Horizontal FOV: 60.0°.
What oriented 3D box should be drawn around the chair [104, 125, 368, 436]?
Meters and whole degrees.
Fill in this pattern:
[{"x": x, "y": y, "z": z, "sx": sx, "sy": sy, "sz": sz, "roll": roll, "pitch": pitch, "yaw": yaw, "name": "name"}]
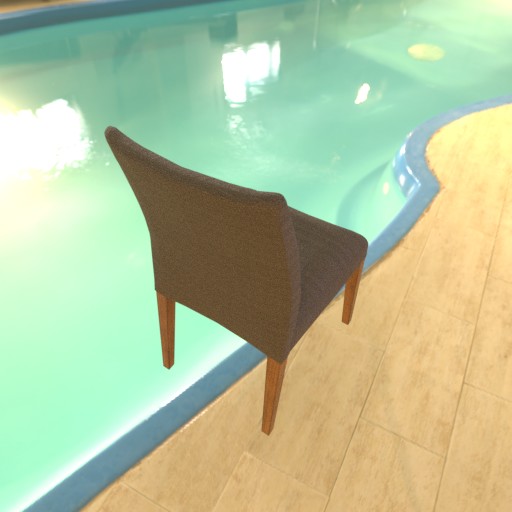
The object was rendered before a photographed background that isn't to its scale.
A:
[{"x": 0.000, "y": 0.000, "z": 1.302, "sx": 0.496, "sy": 0.940, "sz": 0.585, "roll": 26, "pitch": 52, "yaw": 23, "name": "chair"}]
